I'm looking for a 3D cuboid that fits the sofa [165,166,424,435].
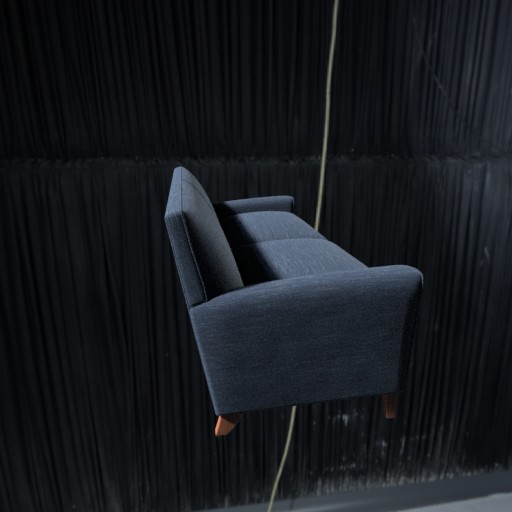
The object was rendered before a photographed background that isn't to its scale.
[{"bbox_3d":[0.000,0.000,2.436,0.875,0.846,1.976,-2,16,-9],"label":"sofa"}]
